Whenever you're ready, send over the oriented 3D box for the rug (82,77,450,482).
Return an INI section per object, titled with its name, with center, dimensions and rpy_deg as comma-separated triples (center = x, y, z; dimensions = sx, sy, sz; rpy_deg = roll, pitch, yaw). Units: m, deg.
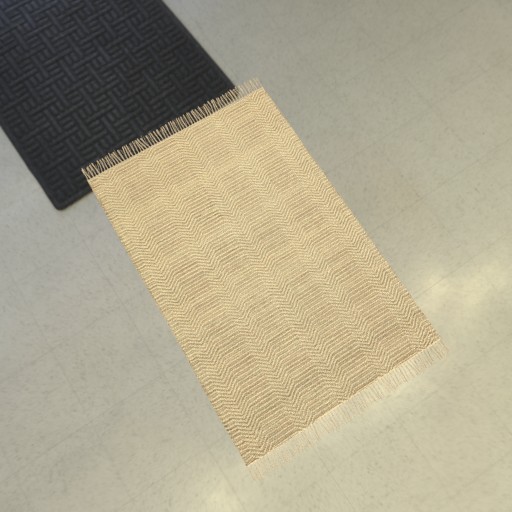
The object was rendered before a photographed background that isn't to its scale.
[rug]
center = 0.000, 0.000, 3.126
dimensions = 1.528, 0.034, 2.523
rpy_deg = -31, 77, -8
